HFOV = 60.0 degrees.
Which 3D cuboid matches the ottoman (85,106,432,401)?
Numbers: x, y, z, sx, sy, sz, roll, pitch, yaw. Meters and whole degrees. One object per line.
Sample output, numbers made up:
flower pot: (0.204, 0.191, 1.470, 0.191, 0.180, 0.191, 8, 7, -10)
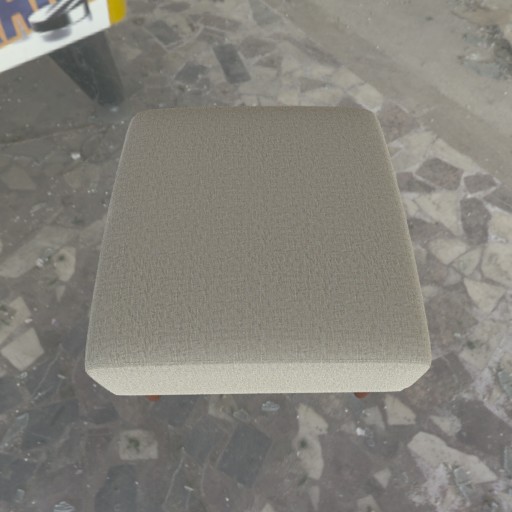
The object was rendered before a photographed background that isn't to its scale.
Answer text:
ottoman: (0.000, 0.000, 1.069, 0.648, 0.399, 0.655, -1, 58, 0)
